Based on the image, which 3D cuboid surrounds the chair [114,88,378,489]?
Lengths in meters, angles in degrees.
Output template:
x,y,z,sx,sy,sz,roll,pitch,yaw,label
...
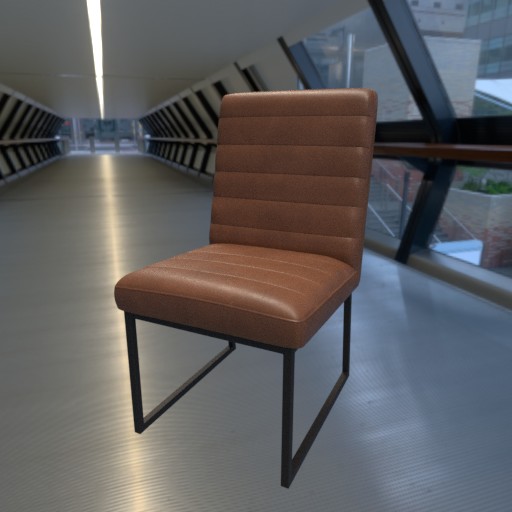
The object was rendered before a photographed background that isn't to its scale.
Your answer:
x,y,z,sx,sy,sz,roll,pitch,yaw,label
0.000,0.000,1.270,0.520,0.930,0.634,8,18,25,chair
